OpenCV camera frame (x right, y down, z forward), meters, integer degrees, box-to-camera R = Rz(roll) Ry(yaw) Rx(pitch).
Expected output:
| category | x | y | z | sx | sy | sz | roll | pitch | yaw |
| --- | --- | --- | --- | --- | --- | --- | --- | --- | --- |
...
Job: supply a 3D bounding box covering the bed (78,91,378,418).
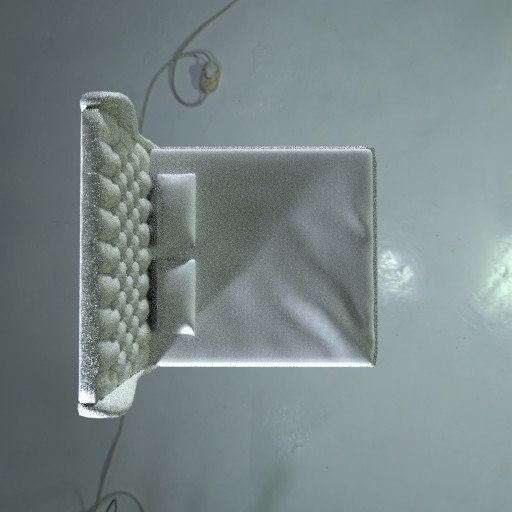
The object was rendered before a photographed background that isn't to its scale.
| category | x | y | z | sx | sy | sz | roll | pitch | yaw |
| --- | --- | --- | --- | --- | --- | --- | --- | --- | --- |
| bed | 0.000 | 0.000 | 3.782 | 2.347 | 1.771 | 2.219 | 0 | 89 | 0 |
